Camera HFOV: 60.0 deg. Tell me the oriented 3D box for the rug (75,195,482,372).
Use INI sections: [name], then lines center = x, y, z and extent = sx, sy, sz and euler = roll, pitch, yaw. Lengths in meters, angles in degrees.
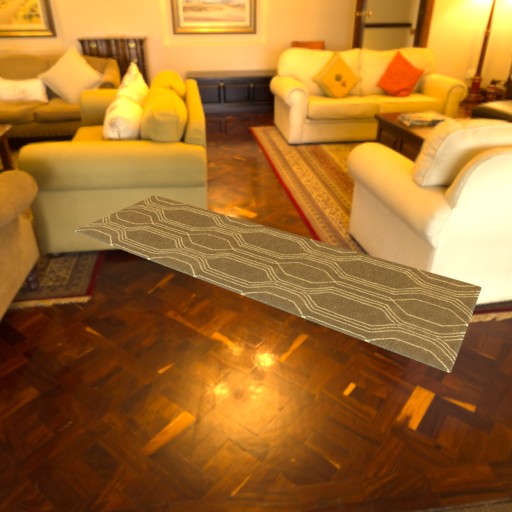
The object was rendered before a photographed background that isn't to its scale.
[rug]
center = 0.000, 0.000, 2.739
extent = 2.464, 0.012, 0.773
euler = 18, 34, 28
